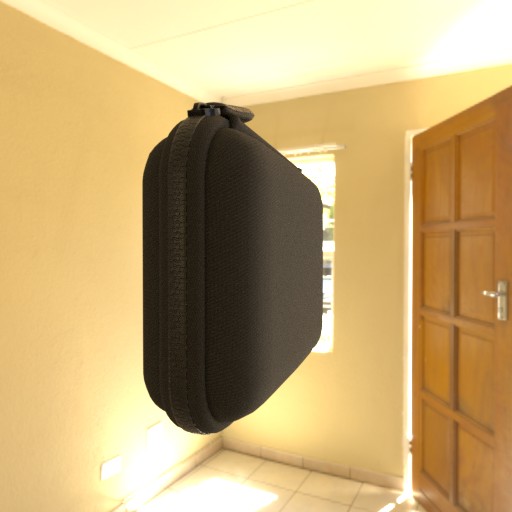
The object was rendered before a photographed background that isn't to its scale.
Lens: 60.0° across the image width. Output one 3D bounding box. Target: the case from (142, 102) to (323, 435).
[{"bbox_3d":[0.000,0.000,0.178,0.038,0.105,0.132,0,1,18],"label":"case"}]
